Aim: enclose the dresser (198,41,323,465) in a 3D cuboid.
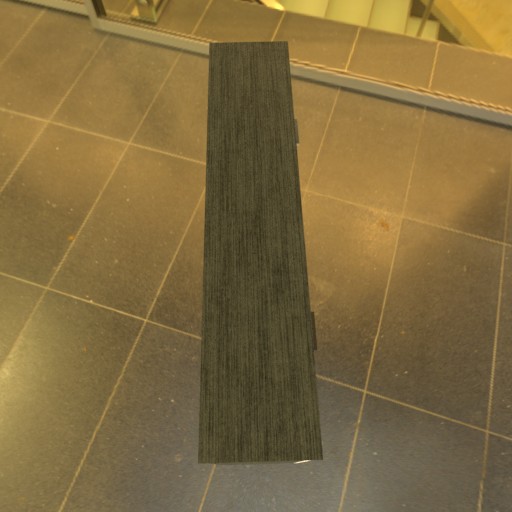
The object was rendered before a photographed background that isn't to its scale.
[{"bbox_3d":[0.000,0.000,1.808,0.333,0.790,1.535,-1,64,-1],"label":"dresser"}]
